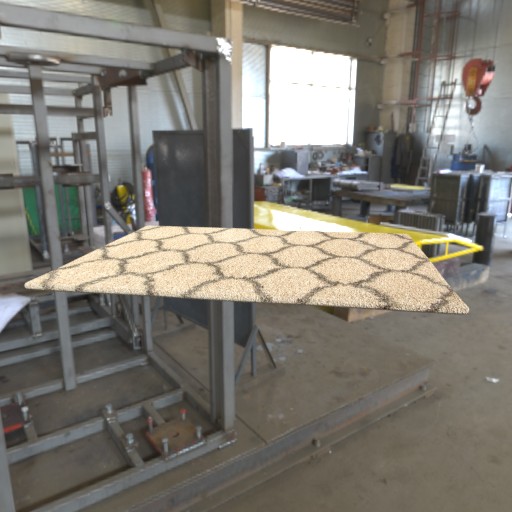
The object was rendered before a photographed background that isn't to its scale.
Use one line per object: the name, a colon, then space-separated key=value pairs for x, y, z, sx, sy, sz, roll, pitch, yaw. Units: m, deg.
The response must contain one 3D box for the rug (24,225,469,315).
rug: x=0.000 y=0.000 z=2.130 sx=1.600 sy=0.025 sz=1.200 roll=2 pitch=15 yaw=9
